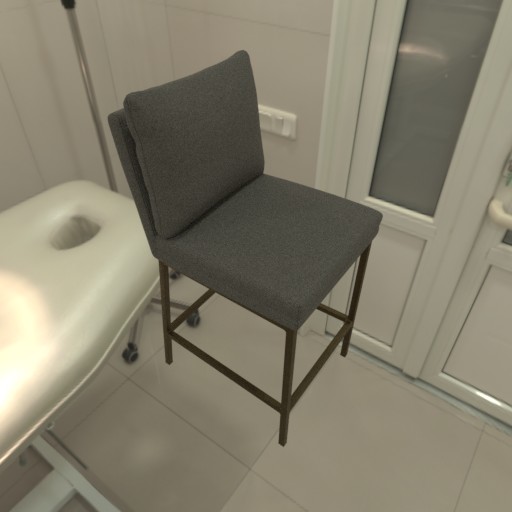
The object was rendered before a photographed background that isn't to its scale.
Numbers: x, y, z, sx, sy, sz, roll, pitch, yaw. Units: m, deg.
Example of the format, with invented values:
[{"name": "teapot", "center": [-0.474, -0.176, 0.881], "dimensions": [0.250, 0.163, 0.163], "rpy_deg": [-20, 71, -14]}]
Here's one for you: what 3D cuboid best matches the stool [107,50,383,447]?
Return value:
[{"name": "stool", "center": [0.000, 0.000, 1.331], "dimensions": [0.569, 1.030, 0.463], "rpy_deg": [25, 47, 26]}]
